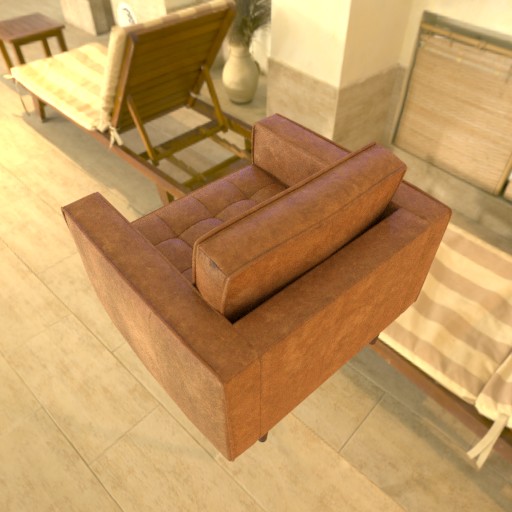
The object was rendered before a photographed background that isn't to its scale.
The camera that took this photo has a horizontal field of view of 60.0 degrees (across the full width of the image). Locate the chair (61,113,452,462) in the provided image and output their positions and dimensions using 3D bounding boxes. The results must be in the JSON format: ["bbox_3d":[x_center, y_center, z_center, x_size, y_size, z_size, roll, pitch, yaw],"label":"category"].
[{"bbox_3d":[0.000,0.000,1.460,0.928,0.767,0.798,-32,54,-27],"label":"chair"}]
